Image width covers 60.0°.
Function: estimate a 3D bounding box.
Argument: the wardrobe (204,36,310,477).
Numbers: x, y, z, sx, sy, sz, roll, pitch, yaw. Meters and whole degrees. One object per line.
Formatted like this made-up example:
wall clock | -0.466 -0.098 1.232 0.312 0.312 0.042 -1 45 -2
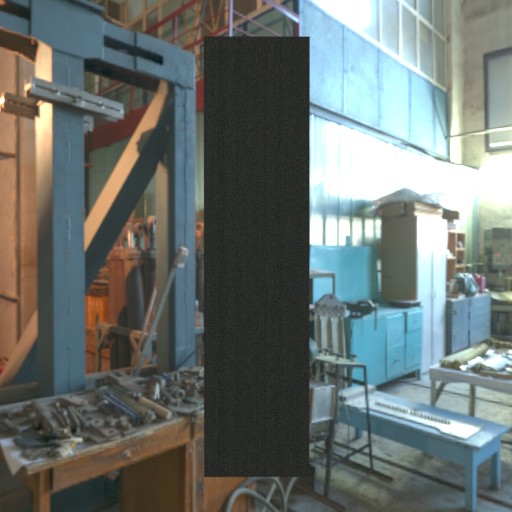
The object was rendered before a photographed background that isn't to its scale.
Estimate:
wardrobe | 0.000 0.000 2.897 0.480 2.000 1.770 0 0 0
